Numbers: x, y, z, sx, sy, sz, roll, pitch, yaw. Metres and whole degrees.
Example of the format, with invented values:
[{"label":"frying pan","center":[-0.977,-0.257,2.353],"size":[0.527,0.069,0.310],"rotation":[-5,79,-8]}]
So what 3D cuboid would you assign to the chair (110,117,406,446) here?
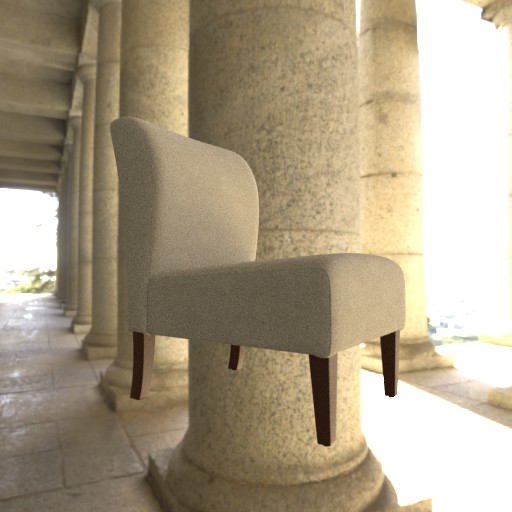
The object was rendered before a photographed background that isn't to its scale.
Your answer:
[{"label":"chair","center":[0.000,0.000,1.326],"size":[0.754,0.833,0.521],"rotation":[-1,-2,35]}]
